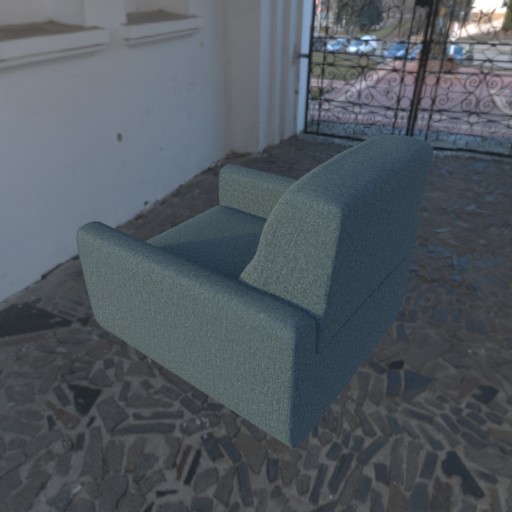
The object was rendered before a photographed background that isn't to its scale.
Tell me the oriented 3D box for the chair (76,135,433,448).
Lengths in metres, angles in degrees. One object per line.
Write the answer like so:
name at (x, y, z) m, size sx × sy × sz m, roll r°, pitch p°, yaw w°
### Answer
chair at (0.000, 0.000, 1.670) m, size 0.964 × 0.940 × 0.880 m, roll 21°, pitch 37°, yaw 31°
